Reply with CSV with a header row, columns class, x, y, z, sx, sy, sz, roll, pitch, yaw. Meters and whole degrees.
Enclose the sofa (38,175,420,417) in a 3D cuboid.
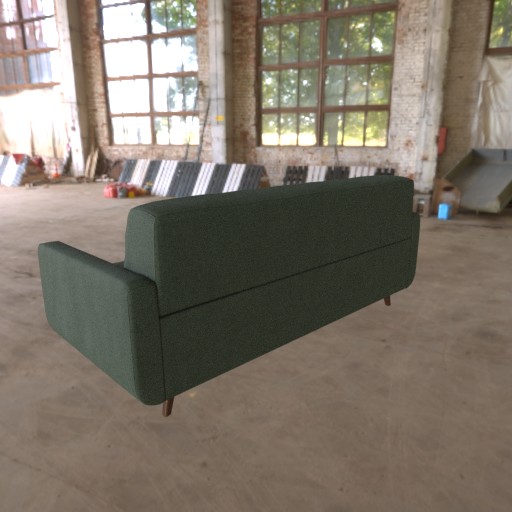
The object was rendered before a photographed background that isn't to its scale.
class,x,y,z,sx,sy,sz,roll,pitch,yaw
sofa,0.000,0.000,2.468,2.029,0.841,0.909,-14,21,-42
